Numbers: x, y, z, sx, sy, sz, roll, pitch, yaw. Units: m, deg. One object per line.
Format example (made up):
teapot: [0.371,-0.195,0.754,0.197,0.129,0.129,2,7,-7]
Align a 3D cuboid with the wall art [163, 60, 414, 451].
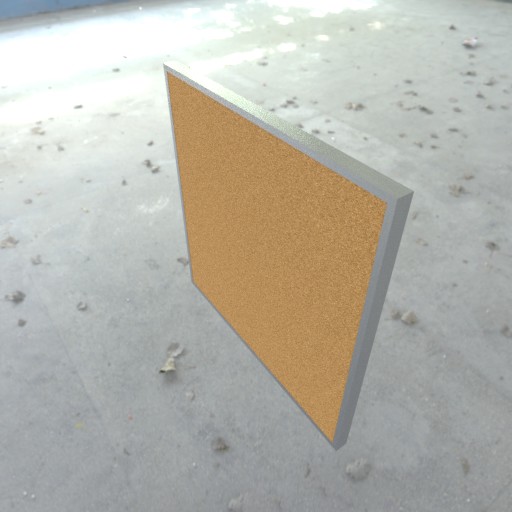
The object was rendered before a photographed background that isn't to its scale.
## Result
wall art: [0.000,0.000,1.198,0.038,0.806,0.806,-24,46,-26]
